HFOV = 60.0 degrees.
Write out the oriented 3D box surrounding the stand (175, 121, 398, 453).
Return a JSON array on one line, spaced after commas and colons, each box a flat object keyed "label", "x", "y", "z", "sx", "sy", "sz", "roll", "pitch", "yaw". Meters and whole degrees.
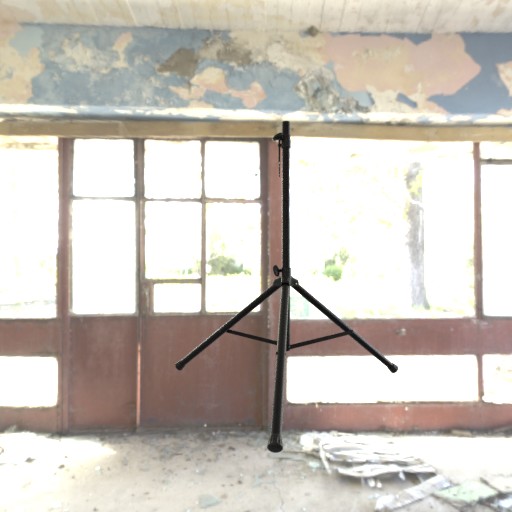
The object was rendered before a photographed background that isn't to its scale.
[{"label": "stand", "x": 0.000, "y": 0.000, "z": 2.768, "sx": 1.339, "sy": 1.595, "sz": 1.596, "roll": 0, "pitch": -1, "yaw": 35}]
